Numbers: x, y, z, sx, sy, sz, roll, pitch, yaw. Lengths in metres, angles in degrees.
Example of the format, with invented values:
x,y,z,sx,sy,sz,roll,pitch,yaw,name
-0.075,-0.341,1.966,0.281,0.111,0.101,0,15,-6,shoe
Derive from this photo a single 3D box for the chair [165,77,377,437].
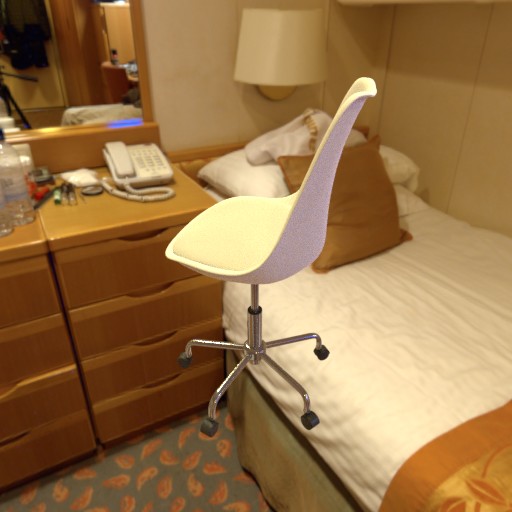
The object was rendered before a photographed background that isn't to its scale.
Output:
x,y,z,sx,sy,sz,roll,pitch,yaw,name
0.000,0.000,1.255,0.550,0.930,0.550,7,30,13,chair
